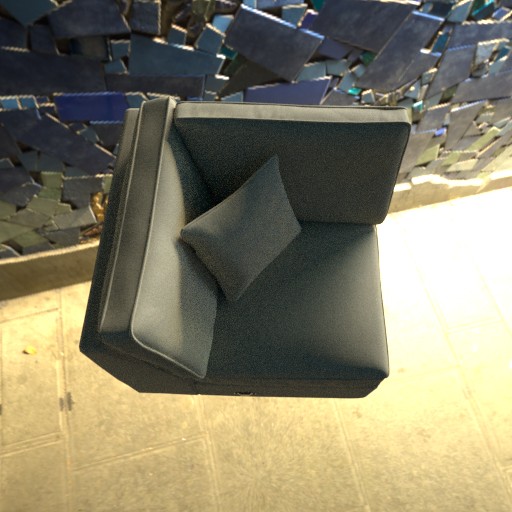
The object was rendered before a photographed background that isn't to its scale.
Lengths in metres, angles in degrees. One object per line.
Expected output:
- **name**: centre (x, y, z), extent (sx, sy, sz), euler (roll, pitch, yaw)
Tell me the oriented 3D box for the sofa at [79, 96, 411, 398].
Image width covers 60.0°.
- **sofa**: centre (0.000, 0.000, 1.932), extent (1.146, 1.002, 1.084), euler (1, 63, 0)
